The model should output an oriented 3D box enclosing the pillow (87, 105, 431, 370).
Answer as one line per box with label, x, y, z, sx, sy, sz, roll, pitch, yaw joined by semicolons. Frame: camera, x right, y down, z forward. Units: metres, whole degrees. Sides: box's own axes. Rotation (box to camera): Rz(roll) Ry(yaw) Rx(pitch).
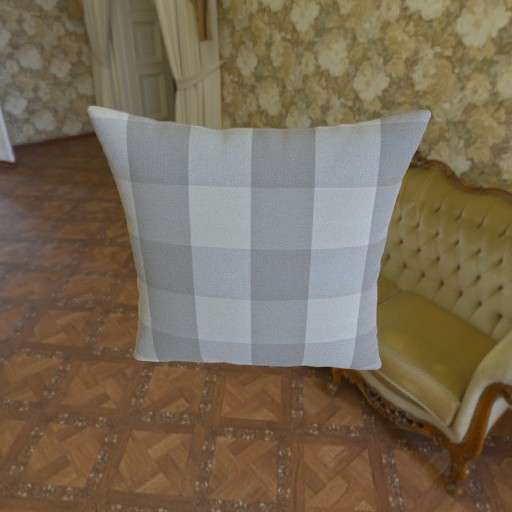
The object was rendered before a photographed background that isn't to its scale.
pillow;0.000;0.000;0.784;0.511;0.509;0.161;2;30;3
